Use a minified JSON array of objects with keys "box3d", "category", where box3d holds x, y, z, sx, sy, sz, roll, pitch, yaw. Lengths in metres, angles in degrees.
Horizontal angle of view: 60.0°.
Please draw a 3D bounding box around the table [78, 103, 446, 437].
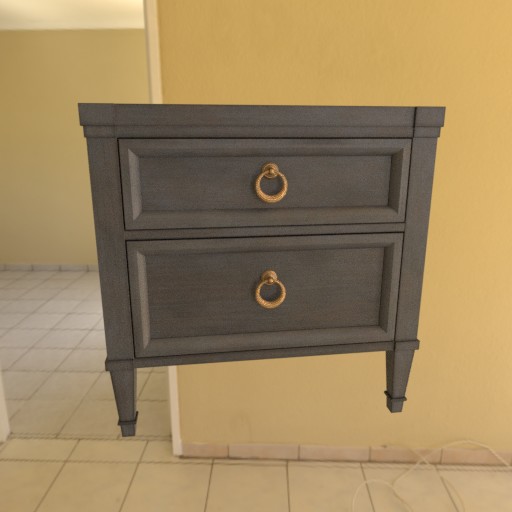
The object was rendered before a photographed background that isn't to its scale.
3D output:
[{"box3d":[0.000,0.000,1.061,0.660,0.660,0.413,-2,15,-8],"category":"table"}]
